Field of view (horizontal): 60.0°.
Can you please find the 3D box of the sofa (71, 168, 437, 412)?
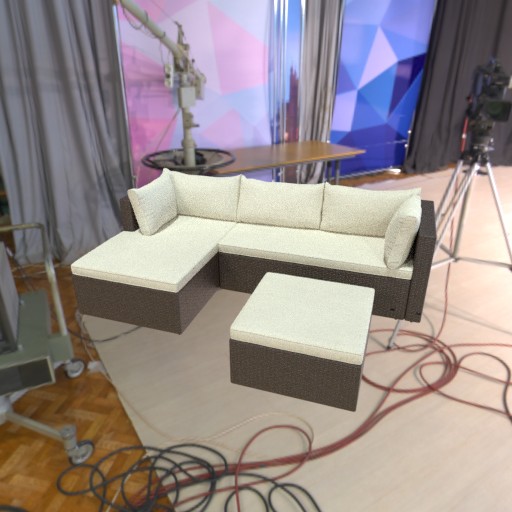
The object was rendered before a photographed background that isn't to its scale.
[{"bbox_3d":[0.000,0.000,2.952,2.192,0.766,1.612,8,27,17],"label":"sofa"}]
